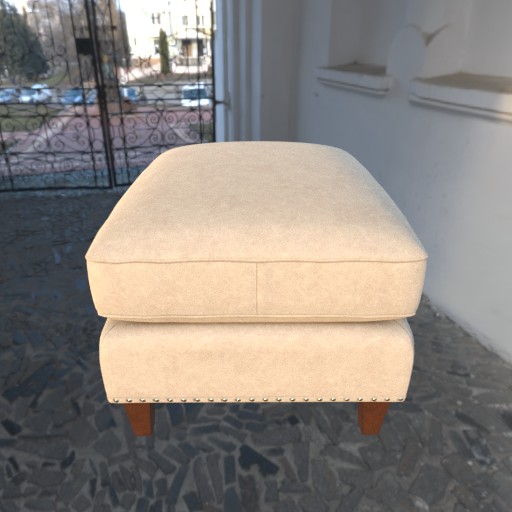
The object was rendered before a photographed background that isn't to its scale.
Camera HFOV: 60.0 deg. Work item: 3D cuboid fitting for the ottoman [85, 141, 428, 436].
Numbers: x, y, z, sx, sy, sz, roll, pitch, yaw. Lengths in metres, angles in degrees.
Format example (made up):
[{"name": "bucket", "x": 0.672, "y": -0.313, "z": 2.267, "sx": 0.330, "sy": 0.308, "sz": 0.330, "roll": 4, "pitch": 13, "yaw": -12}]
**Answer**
[{"name": "ottoman", "x": 0.000, "y": 0.000, "z": 1.120, "sx": 0.584, "sy": 0.513, "sz": 0.741, "roll": 0, "pitch": 26, "yaw": 0}]
